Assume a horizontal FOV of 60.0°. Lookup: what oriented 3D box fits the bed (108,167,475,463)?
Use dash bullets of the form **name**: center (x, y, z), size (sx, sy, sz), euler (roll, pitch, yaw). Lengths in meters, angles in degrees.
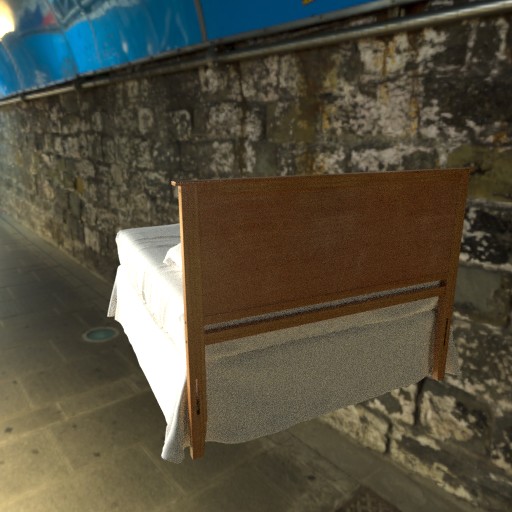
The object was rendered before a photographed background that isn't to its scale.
- **bed**: center (0.000, 0.000, 3.065), size (1.870, 1.273, 2.035), euler (-7, 17, -25)
